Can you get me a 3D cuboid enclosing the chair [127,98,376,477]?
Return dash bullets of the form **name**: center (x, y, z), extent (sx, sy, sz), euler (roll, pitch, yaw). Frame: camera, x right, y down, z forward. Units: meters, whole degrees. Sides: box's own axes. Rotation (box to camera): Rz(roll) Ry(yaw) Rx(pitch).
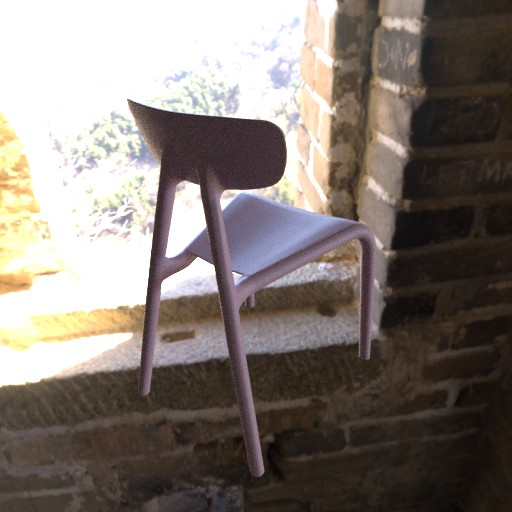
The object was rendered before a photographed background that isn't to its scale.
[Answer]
- **chair**: center (0.000, 0.000, 0.829), extent (0.356, 0.580, 0.401), euler (20, 35, 32)
